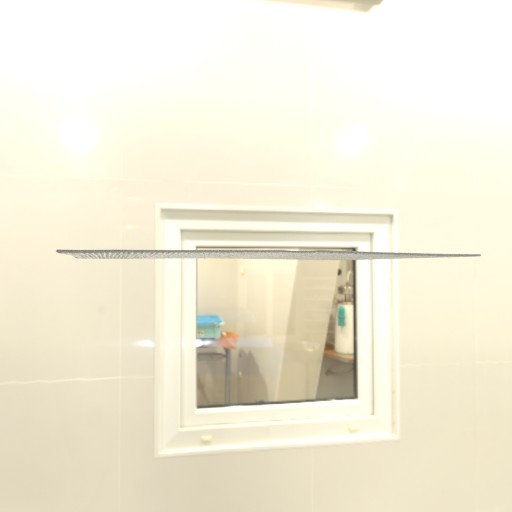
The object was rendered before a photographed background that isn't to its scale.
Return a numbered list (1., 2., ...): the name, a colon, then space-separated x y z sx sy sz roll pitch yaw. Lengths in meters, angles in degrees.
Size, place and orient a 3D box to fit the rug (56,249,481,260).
1. rug: 0.000 0.000 2.295 1.804 0.022 1.162 0 -2 -19
